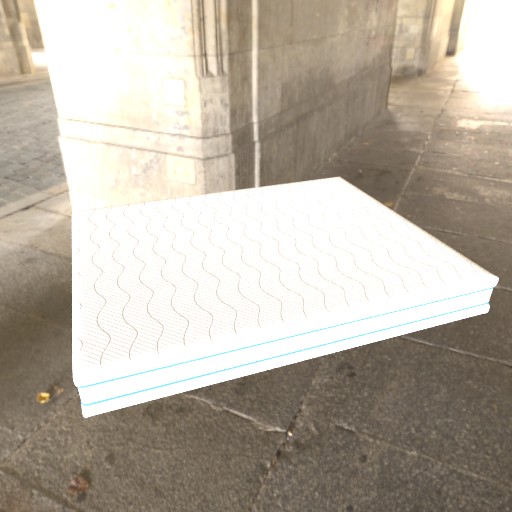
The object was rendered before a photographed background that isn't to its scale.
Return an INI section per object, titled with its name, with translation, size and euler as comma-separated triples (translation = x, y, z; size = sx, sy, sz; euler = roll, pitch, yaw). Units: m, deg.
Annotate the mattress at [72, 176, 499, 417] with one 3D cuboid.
[mattress]
translation = 0.000, 0.000, 2.614
size = 2.000, 0.230, 1.600
euler = -10, 31, -17
